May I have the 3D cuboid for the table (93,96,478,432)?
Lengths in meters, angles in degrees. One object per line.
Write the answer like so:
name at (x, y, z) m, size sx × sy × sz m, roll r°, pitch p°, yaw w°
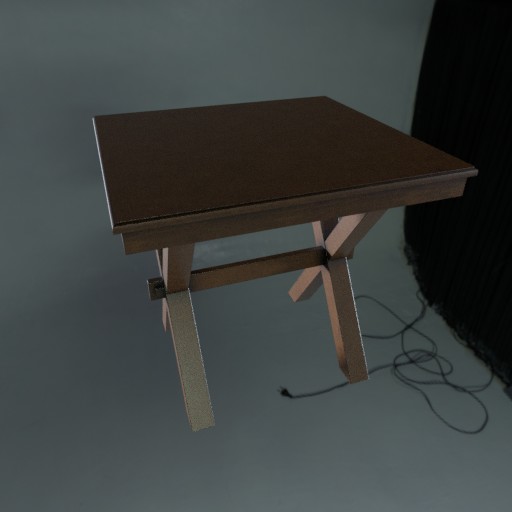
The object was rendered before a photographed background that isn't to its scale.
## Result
table at (0.000, 0.000, 1.037) m, size 0.602 × 0.562 × 0.560 m, roll -11°, pitch 34°, yaw -17°
